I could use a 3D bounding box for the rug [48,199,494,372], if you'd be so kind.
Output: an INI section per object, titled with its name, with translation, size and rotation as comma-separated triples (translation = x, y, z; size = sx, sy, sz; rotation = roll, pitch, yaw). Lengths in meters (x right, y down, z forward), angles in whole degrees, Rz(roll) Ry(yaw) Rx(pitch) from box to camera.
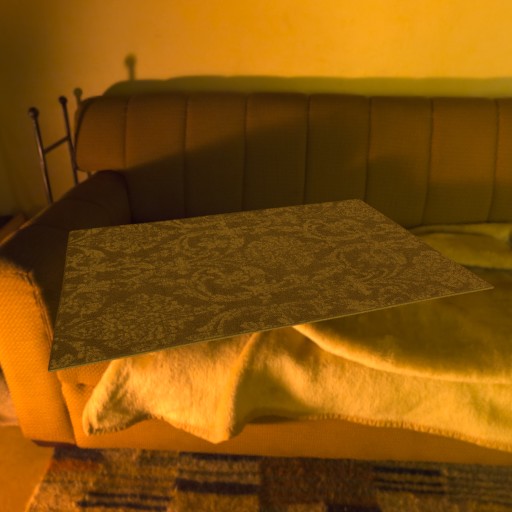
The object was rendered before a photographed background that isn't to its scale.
[rug]
translation = 0.000, 0.000, 2.224
size = 1.824, 0.012, 1.206
rotation = -8, 28, -15
